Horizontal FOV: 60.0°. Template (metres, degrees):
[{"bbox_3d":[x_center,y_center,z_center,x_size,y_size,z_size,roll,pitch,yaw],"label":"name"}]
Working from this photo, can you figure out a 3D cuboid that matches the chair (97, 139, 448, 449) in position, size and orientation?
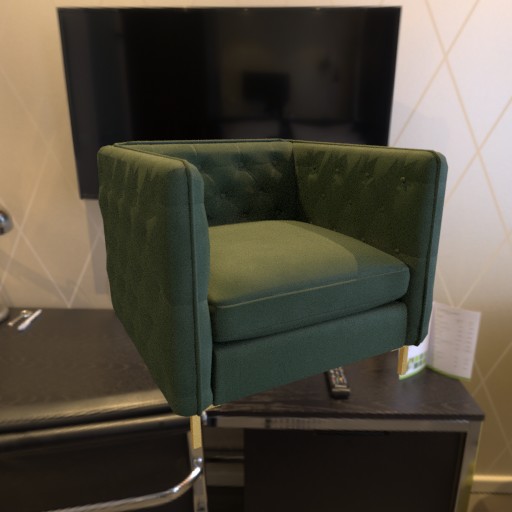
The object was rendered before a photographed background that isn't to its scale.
[{"bbox_3d":[0.000,0.000,1.561,0.917,0.768,0.855,-9,19,-27],"label":"chair"}]
